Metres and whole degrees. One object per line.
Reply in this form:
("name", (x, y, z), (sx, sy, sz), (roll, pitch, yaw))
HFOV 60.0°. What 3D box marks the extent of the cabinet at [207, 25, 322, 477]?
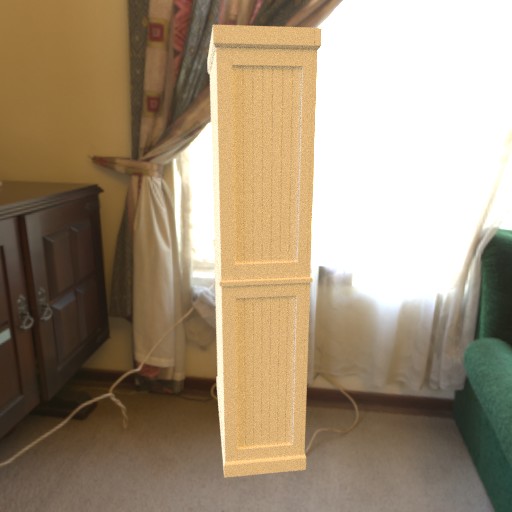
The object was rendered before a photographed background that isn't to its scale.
("cabinet", (0.000, 0.000, 2.114), (0.390, 1.829, 0.754), (-2, 16, -7))
